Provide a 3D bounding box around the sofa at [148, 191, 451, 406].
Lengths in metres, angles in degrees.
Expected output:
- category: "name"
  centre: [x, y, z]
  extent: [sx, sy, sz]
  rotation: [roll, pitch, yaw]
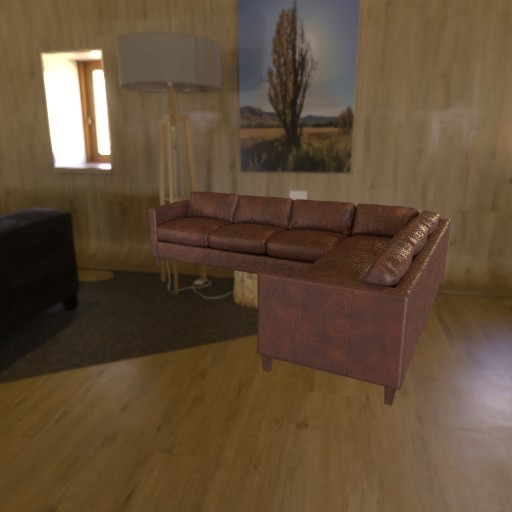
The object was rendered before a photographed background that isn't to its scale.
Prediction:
- category: "sofa"
  centre: [0.000, 0.000, 4.189]
  extent: [3.152, 0.836, 2.438]
  rotation: [8, 18, 27]
